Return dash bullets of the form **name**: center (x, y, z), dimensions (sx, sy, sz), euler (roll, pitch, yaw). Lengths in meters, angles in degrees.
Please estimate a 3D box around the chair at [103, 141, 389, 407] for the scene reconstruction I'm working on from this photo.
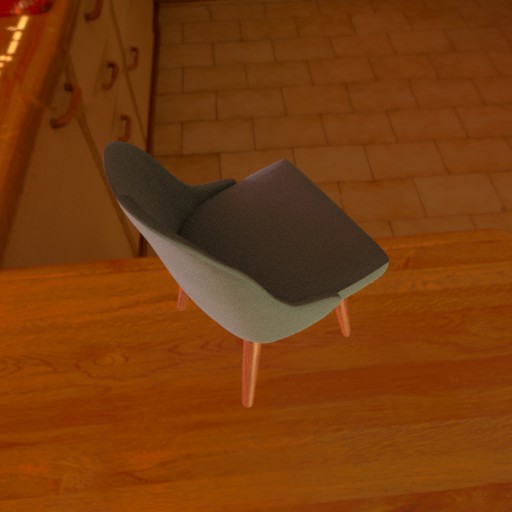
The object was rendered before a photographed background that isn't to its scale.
- **chair**: center (0.000, 0.000, 1.224), dimensions (0.589, 0.882, 0.503), euler (-31, 62, -19)
